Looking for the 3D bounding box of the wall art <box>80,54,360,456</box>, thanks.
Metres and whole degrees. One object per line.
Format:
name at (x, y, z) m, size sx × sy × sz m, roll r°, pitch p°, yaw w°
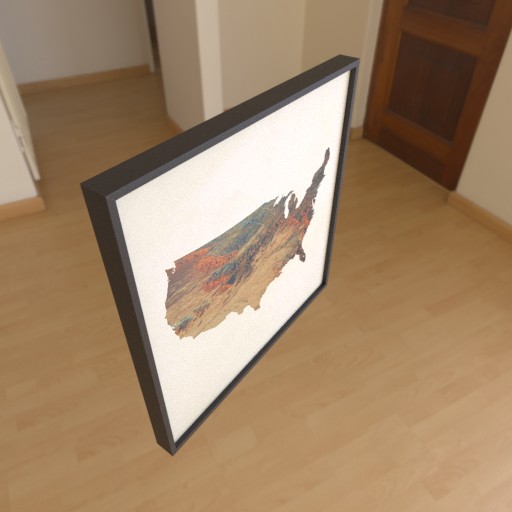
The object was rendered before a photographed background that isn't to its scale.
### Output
wall art at (0.000, 0.000, 0.730) m, size 0.038 × 0.507 × 0.507 m, roll 26°, pitch 47°, yaw 27°
